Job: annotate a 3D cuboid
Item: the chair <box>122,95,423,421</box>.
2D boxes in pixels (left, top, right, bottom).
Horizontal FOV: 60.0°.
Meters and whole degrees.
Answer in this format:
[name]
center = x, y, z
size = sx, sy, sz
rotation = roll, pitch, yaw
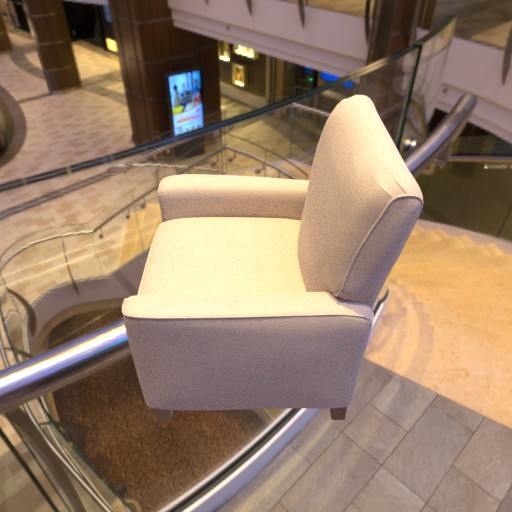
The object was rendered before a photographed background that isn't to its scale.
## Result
[chair]
center = 0.000, 0.000, 1.661
size = 0.858, 1.023, 0.841
rotation = 0, 40, 0
